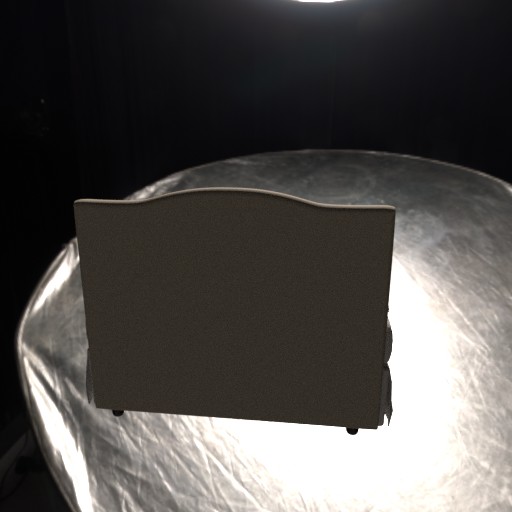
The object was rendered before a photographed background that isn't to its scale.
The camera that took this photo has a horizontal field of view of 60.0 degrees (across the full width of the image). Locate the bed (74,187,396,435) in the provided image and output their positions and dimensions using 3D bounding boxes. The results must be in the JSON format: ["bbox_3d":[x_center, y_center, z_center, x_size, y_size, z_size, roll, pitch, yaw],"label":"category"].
[{"bbox_3d":[0.000,0.000,3.634,1.977,1.437,2.477,2,17,7],"label":"bed"}]
